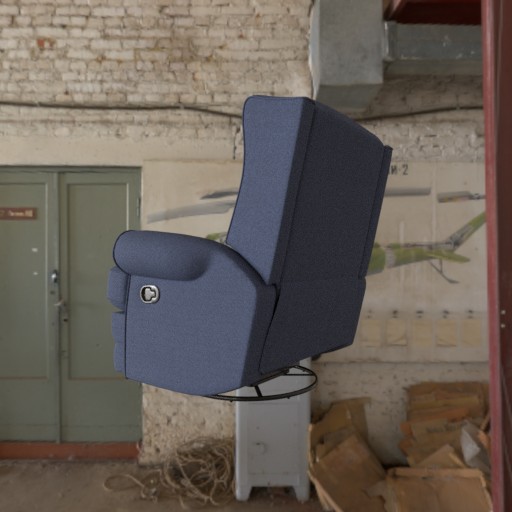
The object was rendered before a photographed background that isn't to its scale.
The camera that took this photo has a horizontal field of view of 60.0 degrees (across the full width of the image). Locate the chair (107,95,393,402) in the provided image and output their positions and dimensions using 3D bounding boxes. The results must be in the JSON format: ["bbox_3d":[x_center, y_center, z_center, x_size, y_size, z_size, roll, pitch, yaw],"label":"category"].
[{"bbox_3d":[0.000,0.000,1.791,0.877,1.020,0.971,0,0,36],"label":"chair"}]
